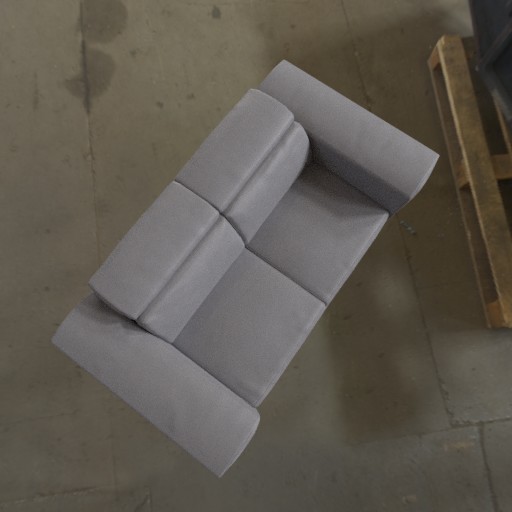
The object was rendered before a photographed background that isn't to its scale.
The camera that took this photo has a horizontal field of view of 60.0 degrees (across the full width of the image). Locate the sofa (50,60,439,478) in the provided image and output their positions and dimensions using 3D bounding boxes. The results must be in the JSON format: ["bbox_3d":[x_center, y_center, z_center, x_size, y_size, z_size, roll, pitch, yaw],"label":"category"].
[{"bbox_3d":[0.000,0.000,2.365,1.003,0.779,1.895,35,78,9],"label":"sofa"}]
